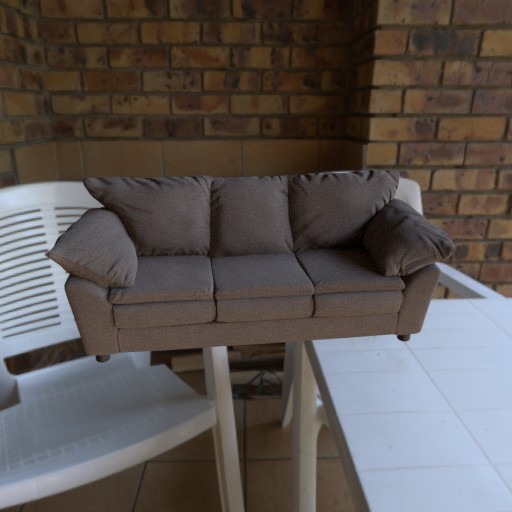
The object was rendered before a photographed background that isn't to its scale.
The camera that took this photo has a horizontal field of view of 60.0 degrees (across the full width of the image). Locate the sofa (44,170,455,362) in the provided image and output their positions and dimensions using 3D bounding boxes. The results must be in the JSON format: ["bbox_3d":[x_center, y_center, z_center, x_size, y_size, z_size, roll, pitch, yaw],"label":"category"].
[{"bbox_3d":[0.000,0.000,2.965,2.390,1.043,0.927,-2,18,-7],"label":"sofa"}]
